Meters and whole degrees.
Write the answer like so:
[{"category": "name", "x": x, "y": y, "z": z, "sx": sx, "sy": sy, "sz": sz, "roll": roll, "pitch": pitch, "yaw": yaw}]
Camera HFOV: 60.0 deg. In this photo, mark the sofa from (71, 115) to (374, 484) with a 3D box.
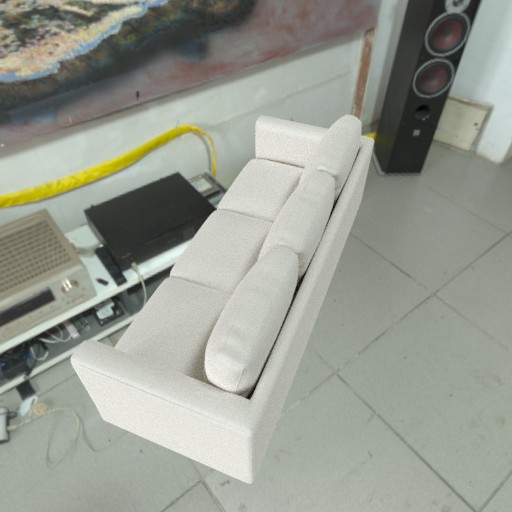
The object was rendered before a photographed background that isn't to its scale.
[{"category": "sofa", "x": 0.000, "y": 0.000, "z": 2.428, "sx": 0.802, "sy": 0.912, "sz": 2.029, "roll": 16, "pitch": 49, "yaw": 15}]
